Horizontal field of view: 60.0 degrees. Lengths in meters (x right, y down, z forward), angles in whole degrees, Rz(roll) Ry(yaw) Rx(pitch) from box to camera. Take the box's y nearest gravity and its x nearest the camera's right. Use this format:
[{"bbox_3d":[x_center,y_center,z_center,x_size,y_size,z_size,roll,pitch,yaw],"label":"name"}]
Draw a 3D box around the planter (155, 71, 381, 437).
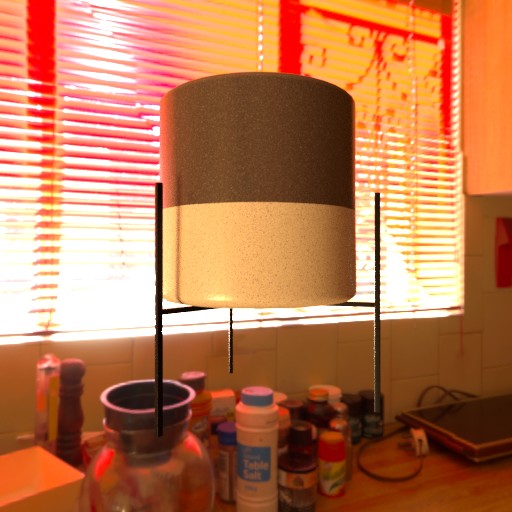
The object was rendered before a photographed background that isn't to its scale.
[{"bbox_3d":[0.000,0.000,0.521,0.250,0.353,0.260,0,0,37],"label":"planter"}]
